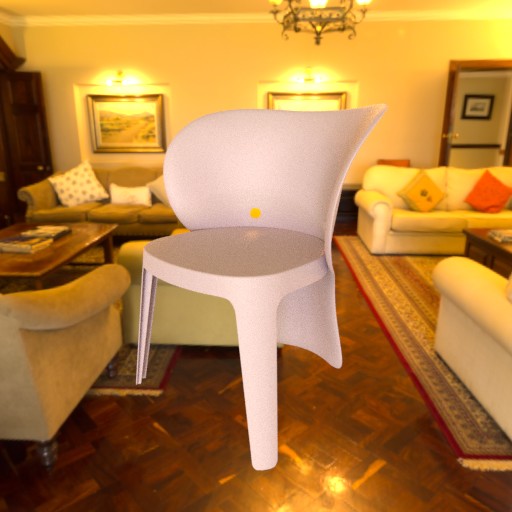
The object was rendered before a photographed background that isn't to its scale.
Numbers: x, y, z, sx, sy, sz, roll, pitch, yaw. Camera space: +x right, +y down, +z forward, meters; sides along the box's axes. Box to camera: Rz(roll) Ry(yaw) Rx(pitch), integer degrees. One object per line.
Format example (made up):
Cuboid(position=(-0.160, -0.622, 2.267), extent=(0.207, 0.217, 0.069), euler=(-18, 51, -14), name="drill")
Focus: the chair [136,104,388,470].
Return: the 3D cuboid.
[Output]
Cuboid(position=(0.000, 0.000, 0.854), extent=(0.451, 0.554, 0.402), euler=(15, 22, 42), name="chair")
